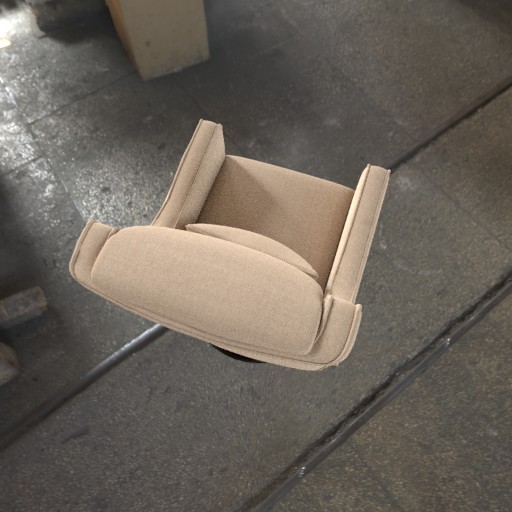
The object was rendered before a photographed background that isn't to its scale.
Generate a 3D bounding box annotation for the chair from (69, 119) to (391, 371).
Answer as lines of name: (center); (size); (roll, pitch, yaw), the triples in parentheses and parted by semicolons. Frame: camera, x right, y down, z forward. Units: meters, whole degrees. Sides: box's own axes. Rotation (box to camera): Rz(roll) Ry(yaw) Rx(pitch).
chair: (0.000, 0.000, 1.558); (0.732, 0.993, 0.879); (17, 65, 8)
